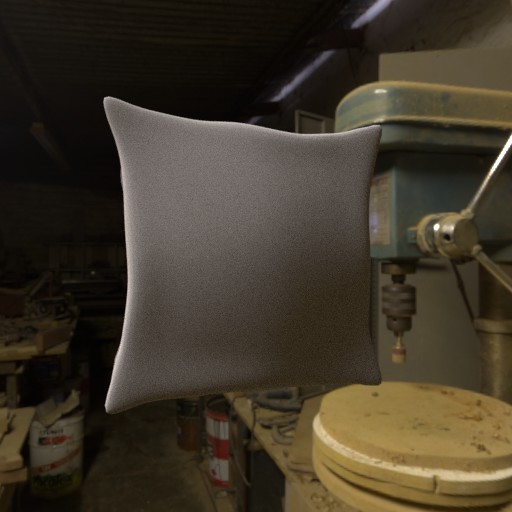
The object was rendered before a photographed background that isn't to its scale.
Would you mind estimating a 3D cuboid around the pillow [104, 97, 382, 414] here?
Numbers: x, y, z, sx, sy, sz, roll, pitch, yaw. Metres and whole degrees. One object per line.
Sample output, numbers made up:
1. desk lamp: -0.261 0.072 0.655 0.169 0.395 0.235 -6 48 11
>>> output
1. pillow: 0.000 0.000 0.795 0.514 0.513 0.163 0 1 -18
